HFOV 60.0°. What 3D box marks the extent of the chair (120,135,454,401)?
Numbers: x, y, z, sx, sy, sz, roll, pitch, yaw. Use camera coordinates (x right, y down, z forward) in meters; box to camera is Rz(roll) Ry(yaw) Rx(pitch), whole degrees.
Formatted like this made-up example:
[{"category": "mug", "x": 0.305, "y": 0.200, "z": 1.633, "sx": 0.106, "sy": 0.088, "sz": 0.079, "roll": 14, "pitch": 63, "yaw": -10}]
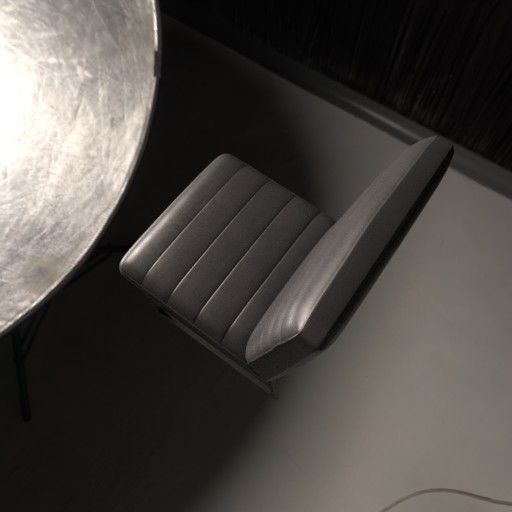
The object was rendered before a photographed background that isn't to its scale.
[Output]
[{"category": "chair", "x": 0.000, "y": 0.000, "z": 1.264, "sx": 0.634, "sy": 0.930, "sz": 0.520, "roll": 33, "pitch": 69, "yaw": 15}]
